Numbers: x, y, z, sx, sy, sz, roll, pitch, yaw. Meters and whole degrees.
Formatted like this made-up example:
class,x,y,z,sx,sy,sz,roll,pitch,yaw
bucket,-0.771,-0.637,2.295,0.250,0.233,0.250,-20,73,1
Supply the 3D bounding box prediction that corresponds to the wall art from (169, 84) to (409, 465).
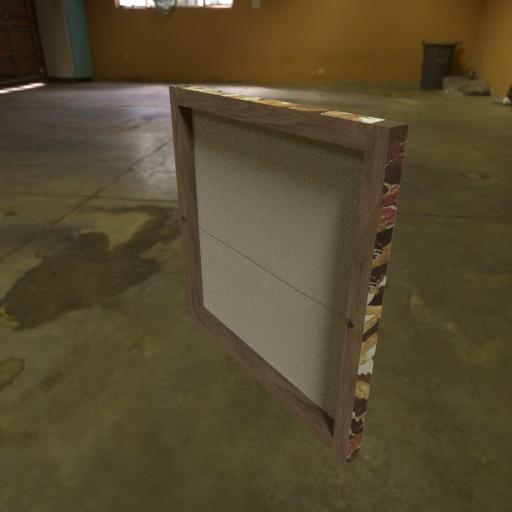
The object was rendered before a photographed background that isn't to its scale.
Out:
class,x,y,z,sx,sy,sz,roll,pitch,yaw
wall art,0.000,0.000,0.915,0.041,0.613,0.609,-18,32,-32
